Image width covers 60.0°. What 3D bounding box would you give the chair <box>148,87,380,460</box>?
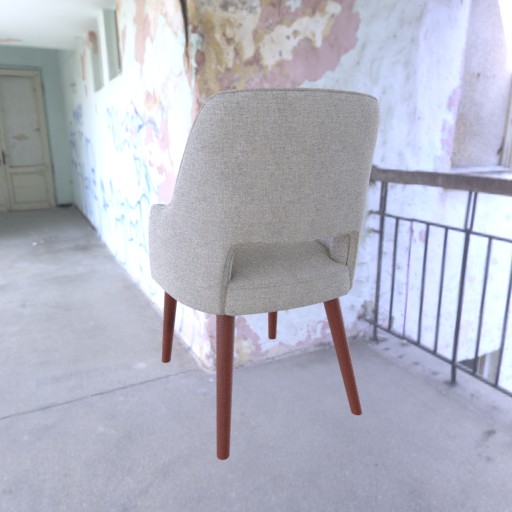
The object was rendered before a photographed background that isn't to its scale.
[{"bbox_3d":[0.000,0.000,1.262,0.548,0.849,0.605,-7,17,-25],"label":"chair"}]
